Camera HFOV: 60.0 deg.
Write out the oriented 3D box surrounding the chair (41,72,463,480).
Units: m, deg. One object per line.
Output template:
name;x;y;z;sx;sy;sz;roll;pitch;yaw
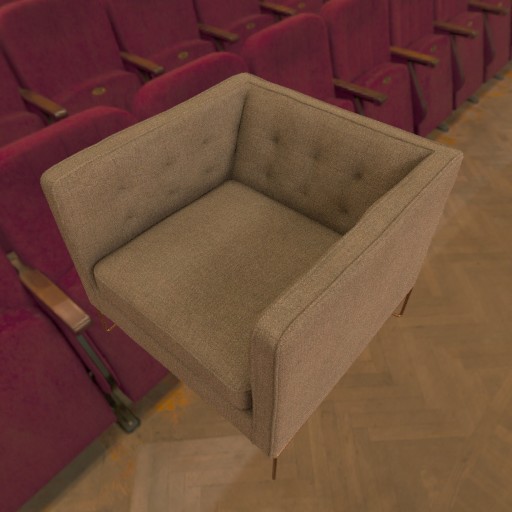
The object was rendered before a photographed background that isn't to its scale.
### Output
chair;0.000;0.000;1.568;0.920;0.799;0.912;31;53;27
